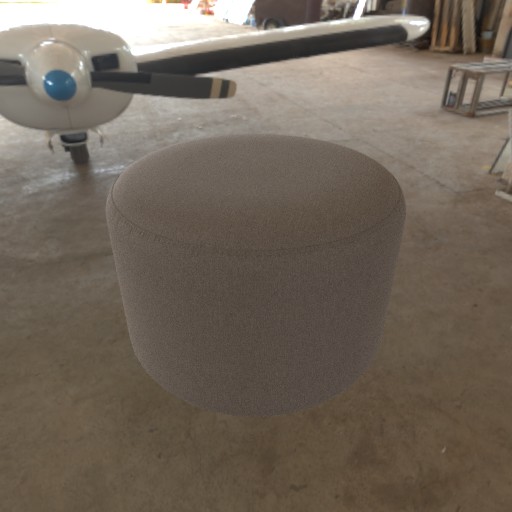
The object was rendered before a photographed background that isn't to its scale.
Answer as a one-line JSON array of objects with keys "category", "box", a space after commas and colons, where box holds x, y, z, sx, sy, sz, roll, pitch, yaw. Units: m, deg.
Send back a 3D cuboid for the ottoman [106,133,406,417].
[{"category": "ottoman", "box": [0.000, 0.000, 1.011, 0.608, 0.433, 0.608, 0, 32, 0]}]
